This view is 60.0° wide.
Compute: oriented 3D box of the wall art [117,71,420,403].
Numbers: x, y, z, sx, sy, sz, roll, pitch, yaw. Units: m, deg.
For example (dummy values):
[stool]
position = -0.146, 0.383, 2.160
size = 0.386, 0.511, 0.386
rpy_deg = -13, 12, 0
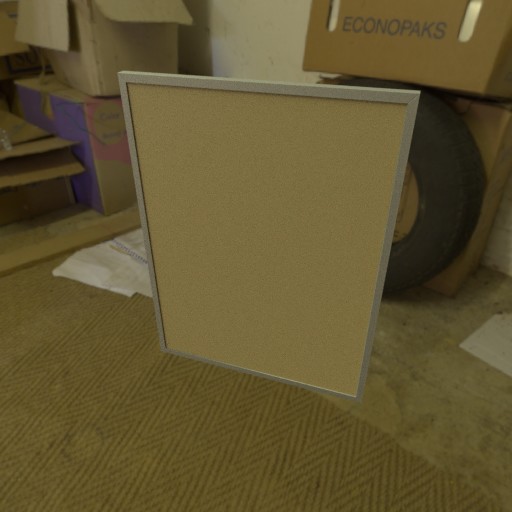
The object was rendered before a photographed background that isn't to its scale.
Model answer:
[wall art]
position = 0.000, 0.000, 1.393
size = 0.789, 1.042, 0.034
rpy_deg = 10, 34, 16
